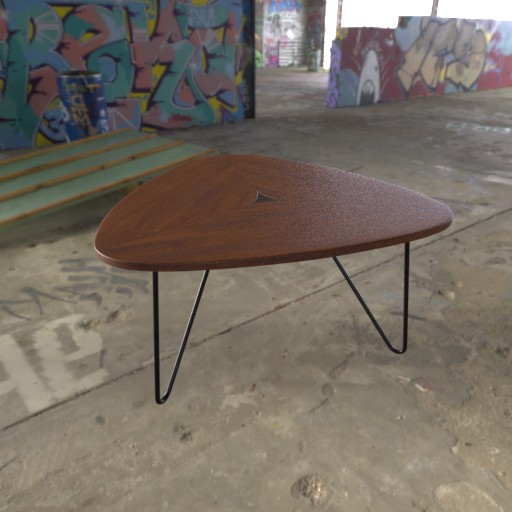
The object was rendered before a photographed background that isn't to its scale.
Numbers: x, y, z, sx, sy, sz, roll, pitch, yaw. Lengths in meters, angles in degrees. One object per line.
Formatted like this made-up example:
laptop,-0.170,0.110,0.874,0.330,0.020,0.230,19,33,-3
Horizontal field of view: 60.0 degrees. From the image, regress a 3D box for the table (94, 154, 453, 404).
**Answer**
table,0.000,0.000,1.306,0.833,0.413,0.821,-8,27,-15
